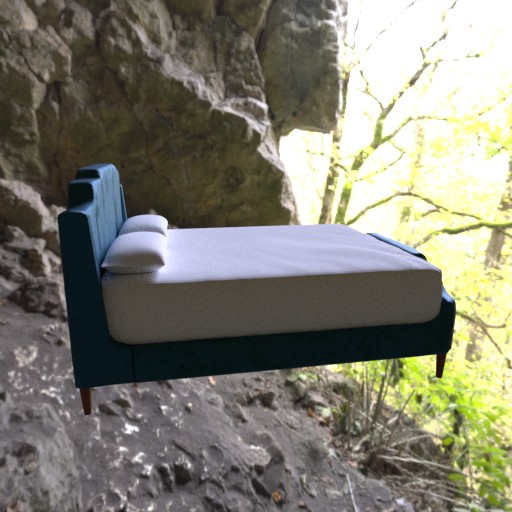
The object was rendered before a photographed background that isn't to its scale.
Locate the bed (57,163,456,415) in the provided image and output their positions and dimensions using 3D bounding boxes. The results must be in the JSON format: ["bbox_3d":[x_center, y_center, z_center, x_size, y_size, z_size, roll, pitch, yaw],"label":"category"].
[{"bbox_3d":[0.000,0.000,3.293,2.322,1.338,1.678,-3,15,-10],"label":"bed"}]
